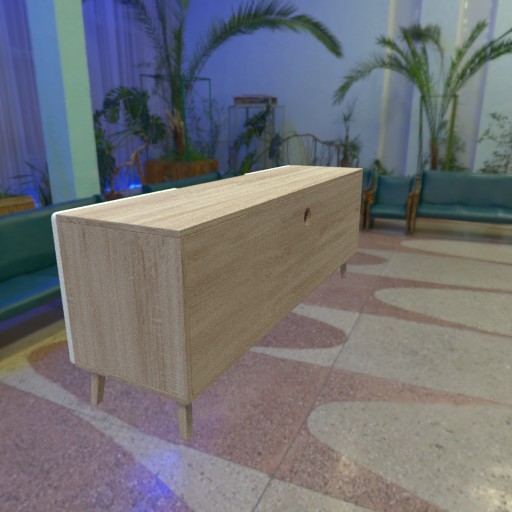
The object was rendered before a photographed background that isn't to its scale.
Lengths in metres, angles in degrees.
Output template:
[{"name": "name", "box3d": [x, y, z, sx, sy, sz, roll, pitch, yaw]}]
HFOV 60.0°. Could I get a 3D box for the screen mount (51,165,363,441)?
[{"name": "screen mount", "box3d": [0.000, 0.000, 1.745, 0.420, 0.570, 1.500, 9, 19, 26]}]
